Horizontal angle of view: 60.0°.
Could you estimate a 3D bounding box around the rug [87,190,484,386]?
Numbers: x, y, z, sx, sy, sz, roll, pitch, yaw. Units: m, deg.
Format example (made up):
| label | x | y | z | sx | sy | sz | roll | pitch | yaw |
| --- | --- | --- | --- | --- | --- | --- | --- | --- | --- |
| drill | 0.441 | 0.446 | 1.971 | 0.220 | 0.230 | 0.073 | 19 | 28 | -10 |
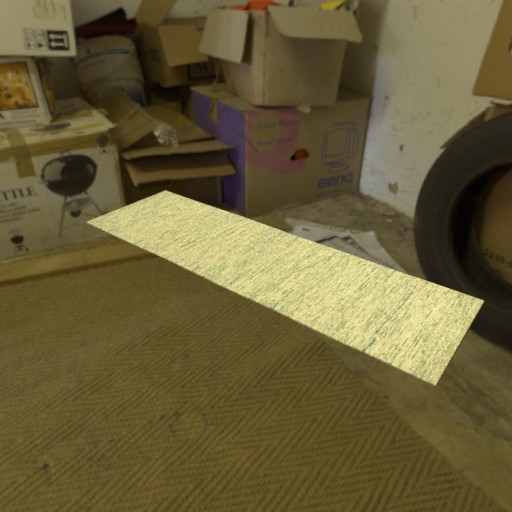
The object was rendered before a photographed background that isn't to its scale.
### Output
| label | x | y | z | sx | sy | sz | roll | pitch | yaw |
| --- | --- | --- | --- | --- | --- | --- | --- | --- | --- |
| rug | 0.000 | 0.000 | 2.533 | 2.290 | 0.014 | 0.700 | 22 | 37 | 32 |
